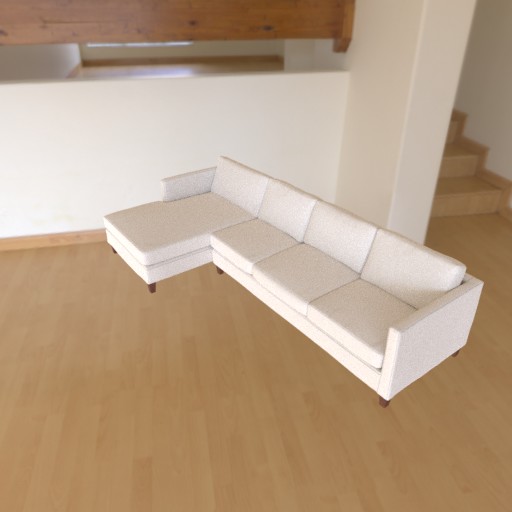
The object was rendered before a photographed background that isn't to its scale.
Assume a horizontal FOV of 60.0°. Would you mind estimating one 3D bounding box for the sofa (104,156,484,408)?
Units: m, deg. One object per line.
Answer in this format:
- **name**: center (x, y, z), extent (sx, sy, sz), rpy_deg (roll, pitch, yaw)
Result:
- **sofa**: center (0.000, 0.000, 3.887), extent (1.625, 0.846, 3.186), rpy_deg (-21, 36, -31)
